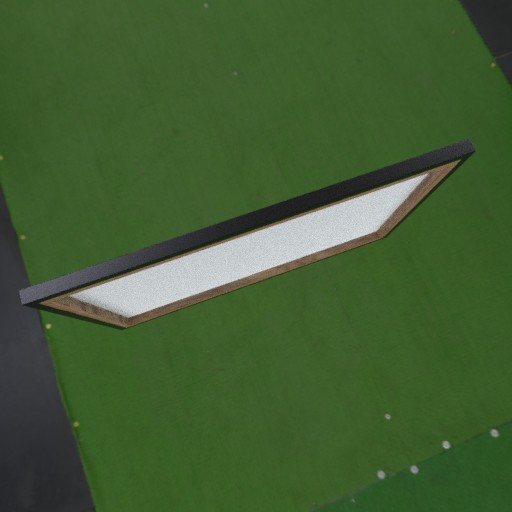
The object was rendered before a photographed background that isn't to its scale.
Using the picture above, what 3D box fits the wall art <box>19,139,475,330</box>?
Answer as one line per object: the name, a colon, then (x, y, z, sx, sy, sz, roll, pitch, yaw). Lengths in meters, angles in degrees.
wall art: (0.000, 0.000, 0.826, 0.659, 0.446, 0.022, -19, 77, -5)
